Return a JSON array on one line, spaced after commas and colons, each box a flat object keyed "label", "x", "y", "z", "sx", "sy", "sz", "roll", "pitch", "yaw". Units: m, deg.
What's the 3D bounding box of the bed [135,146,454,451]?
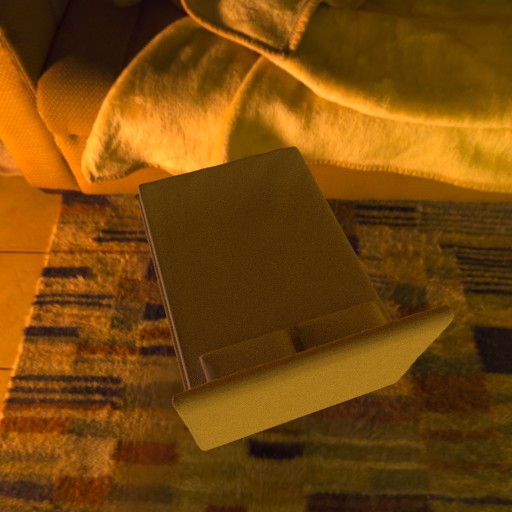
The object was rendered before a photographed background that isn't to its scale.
[{"label": "bed", "x": 0.000, "y": 0.000, "z": 3.618, "sx": 1.698, "sy": 1.427, "sz": 2.387, "roll": -16, "pitch": 60, "yaw": -10}]
